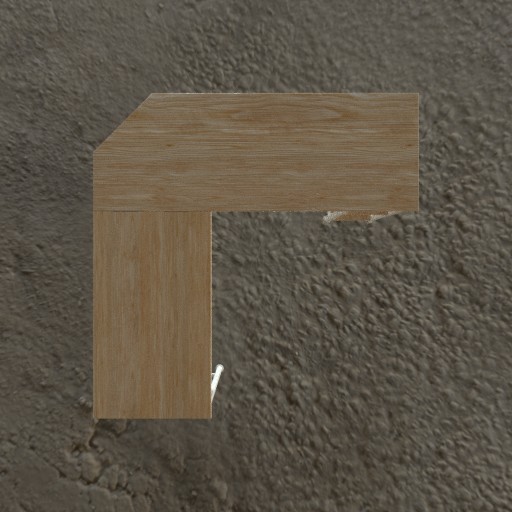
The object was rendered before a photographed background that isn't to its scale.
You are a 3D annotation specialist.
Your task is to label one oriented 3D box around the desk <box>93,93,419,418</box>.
[{"bbox_3d":[0.000,0.000,2.248,1.379,0.739,1.379,0,90,0],"label":"desk"}]
